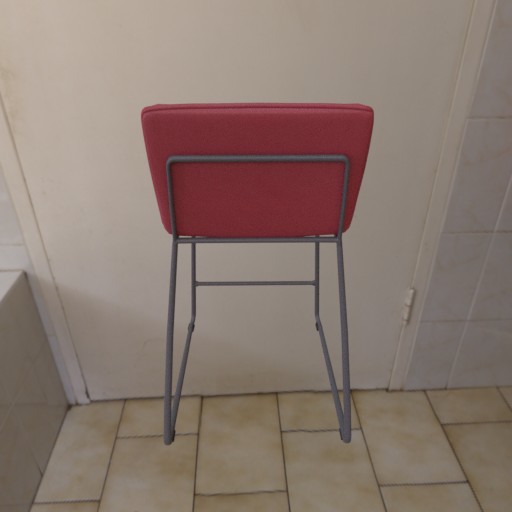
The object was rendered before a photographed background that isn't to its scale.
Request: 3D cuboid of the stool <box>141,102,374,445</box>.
[{"bbox_3d":[0.000,0.000,1.144,0.489,0.866,0.524,0,31,-1],"label":"stool"}]
